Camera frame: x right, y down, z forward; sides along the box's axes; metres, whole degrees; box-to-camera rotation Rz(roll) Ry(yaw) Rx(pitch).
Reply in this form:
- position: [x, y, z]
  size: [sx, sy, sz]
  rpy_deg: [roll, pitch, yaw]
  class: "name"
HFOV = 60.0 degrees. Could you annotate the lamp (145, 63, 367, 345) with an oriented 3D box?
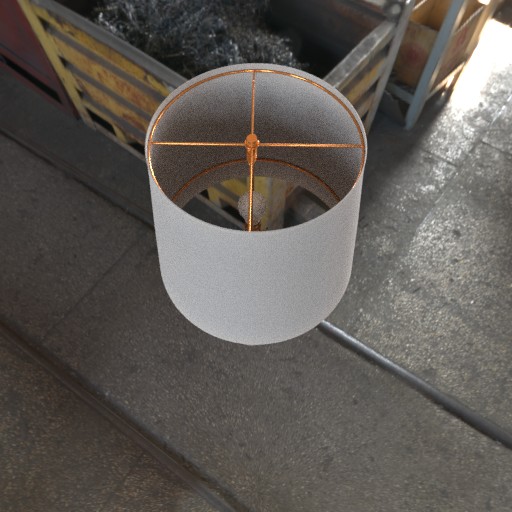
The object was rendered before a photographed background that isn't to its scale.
- position: [0.000, 0.000, 0.449]
  size: [0.189, 0.340, 0.189]
  rpy_deg: [0, 62, 0]
  class: "lamp"
